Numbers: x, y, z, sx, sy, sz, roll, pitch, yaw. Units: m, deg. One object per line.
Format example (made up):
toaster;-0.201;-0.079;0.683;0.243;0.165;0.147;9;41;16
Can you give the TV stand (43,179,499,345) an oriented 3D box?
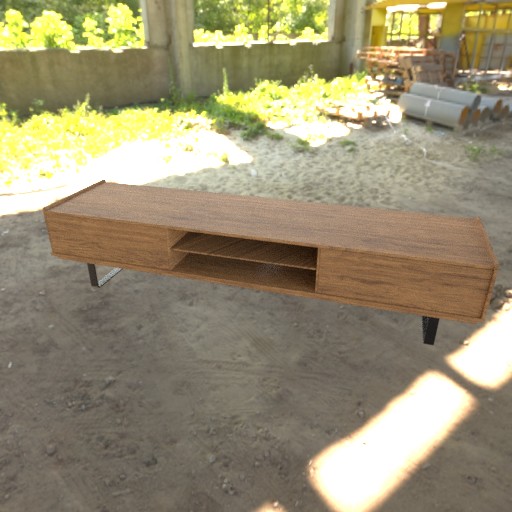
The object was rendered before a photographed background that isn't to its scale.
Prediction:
TV stand;0.000;0.000;1.964;1.796;0.415;0.467;8;28;15
